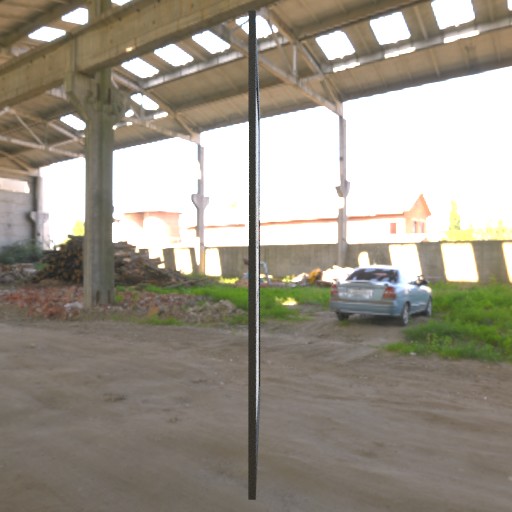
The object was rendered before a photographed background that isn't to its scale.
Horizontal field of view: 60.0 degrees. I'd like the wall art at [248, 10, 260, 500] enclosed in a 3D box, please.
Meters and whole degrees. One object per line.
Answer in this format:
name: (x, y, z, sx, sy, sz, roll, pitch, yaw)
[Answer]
wall art: (0.000, 0.000, 0.669, 0.008, 0.530, 0.379, 0, -1, 1)
